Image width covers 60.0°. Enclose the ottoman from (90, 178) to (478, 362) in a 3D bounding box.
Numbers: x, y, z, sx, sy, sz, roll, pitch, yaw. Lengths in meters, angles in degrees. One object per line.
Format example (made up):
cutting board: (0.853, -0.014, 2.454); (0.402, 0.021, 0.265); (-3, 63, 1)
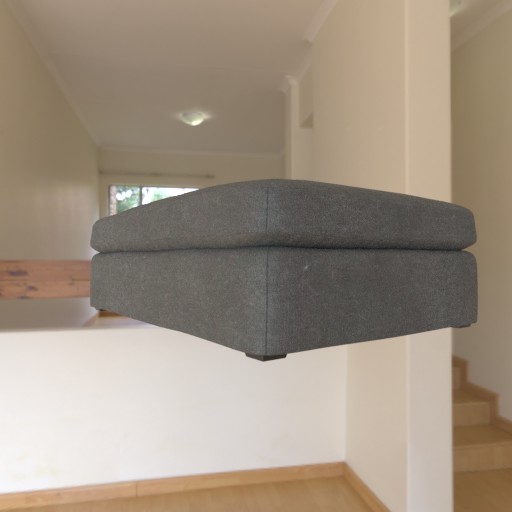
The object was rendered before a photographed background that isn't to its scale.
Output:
ottoman: (0.000, 0.000, 1.558); (0.840, 0.429, 1.199); (0, -1, -36)
